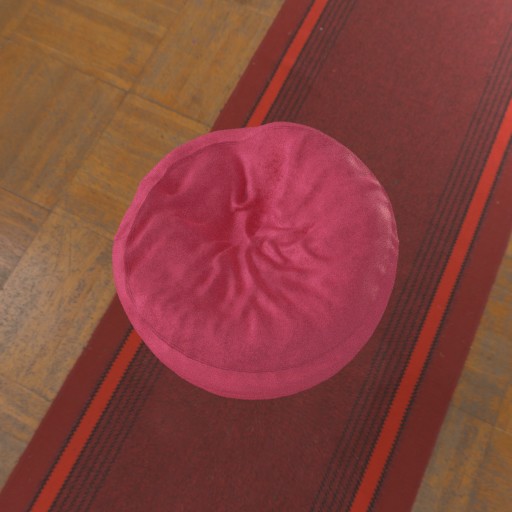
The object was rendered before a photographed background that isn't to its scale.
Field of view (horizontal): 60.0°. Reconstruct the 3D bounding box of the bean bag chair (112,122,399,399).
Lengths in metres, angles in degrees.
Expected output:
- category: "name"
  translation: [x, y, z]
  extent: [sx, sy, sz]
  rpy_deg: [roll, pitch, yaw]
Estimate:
- category: "bean bag chair"
  translation: [0.000, 0.000, 1.978]
  extent: [1.218, 0.788, 1.218]
  rpy_deg: [0, 76, 0]
